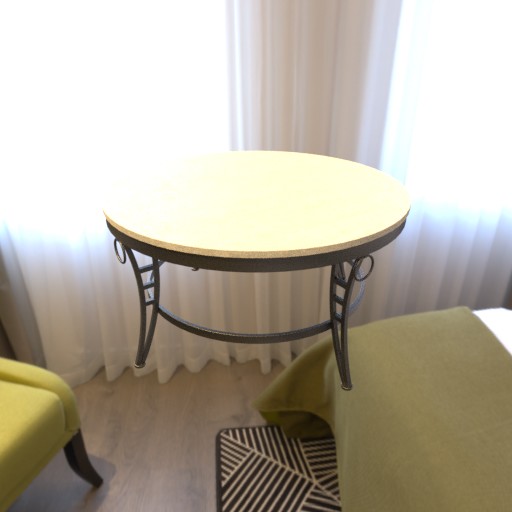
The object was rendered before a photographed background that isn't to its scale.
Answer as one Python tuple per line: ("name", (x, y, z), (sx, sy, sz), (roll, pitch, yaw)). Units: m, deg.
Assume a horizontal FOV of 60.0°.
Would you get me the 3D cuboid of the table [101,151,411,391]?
("table", (0.000, 0.000, 1.435), (0.889, 0.470, 0.889), (0, 27, 0))
